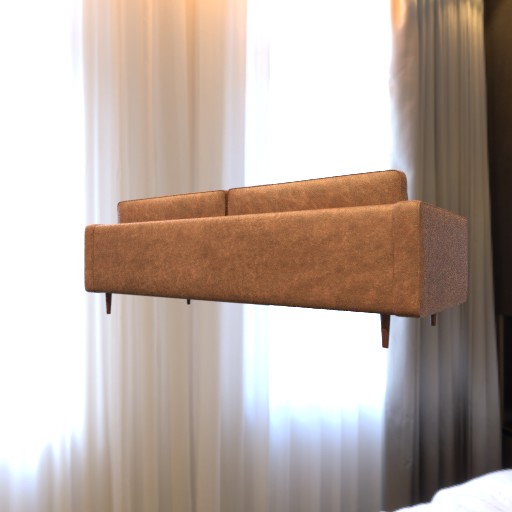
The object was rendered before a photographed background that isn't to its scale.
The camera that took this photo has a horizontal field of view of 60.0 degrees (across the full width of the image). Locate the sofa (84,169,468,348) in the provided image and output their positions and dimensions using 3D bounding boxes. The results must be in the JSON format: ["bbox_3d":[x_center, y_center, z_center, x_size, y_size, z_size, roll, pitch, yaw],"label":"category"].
[{"bbox_3d":[0.000,0.000,2.673,2.210,0.762,0.914,0,0,36],"label":"sofa"}]
